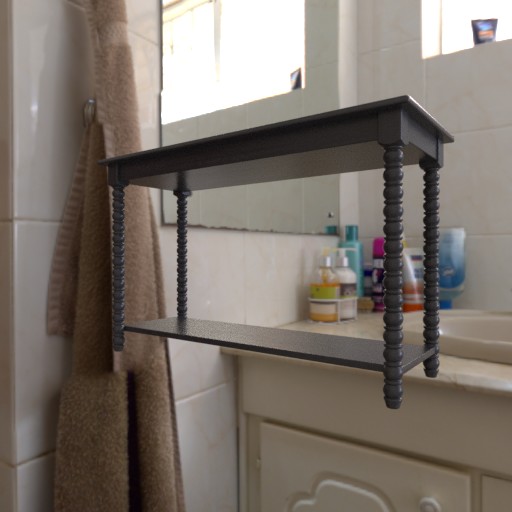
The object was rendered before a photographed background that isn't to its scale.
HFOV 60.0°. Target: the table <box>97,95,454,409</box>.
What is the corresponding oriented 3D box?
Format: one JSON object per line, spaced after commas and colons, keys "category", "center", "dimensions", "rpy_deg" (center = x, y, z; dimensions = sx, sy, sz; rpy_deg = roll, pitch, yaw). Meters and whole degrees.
{"category": "table", "center": [0.000, 0.000, 1.529], "dimensions": [1.184, 0.735, 0.459], "rpy_deg": [0, 0, 36]}
